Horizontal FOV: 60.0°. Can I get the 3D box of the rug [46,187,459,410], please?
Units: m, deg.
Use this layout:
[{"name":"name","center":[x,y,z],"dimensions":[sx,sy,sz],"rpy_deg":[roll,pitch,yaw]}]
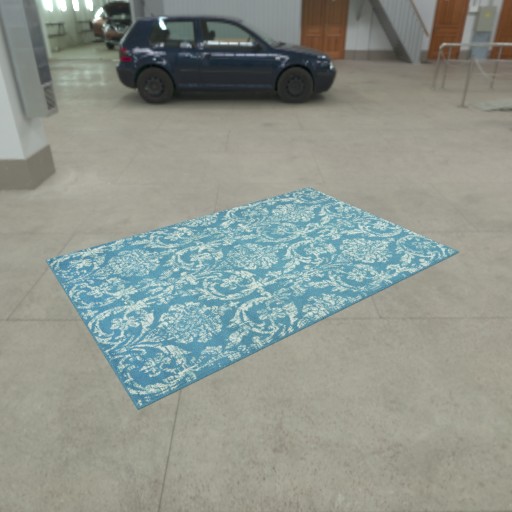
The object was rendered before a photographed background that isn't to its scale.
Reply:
[{"name":"rug","center":[0.000,0.000,3.523],"dimensions":[2.746,0.018,1.816],"rpy_deg":[-20,35,-31]}]
